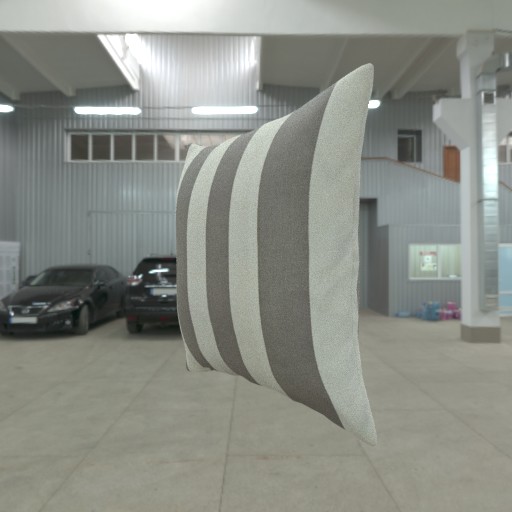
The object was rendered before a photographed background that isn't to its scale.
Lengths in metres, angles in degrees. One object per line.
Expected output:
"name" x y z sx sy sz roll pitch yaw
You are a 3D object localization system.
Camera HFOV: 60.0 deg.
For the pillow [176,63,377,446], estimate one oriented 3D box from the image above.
"pillow" 0.000 0.000 0.784 0.192 0.507 0.522 0 0 -36
